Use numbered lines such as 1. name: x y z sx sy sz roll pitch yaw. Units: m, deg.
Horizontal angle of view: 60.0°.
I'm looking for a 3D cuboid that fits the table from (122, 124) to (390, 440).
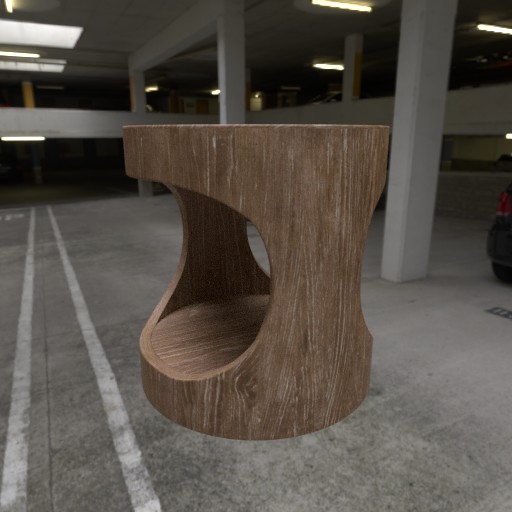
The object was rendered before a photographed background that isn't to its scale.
1. table: 0.000 0.000 0.984 0.527 0.551 0.527 0 16 0
